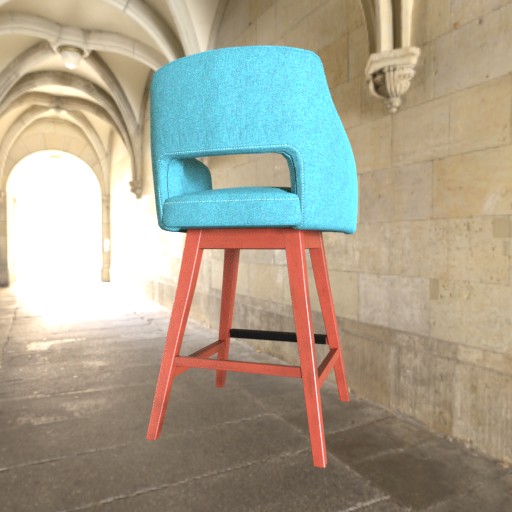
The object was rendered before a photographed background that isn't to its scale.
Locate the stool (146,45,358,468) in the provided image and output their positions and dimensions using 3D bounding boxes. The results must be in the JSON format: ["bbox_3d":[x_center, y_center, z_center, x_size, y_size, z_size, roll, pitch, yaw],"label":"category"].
[{"bbox_3d":[0.000,0.000,1.274,0.548,0.961,0.556,1,2,19],"label":"stool"}]
